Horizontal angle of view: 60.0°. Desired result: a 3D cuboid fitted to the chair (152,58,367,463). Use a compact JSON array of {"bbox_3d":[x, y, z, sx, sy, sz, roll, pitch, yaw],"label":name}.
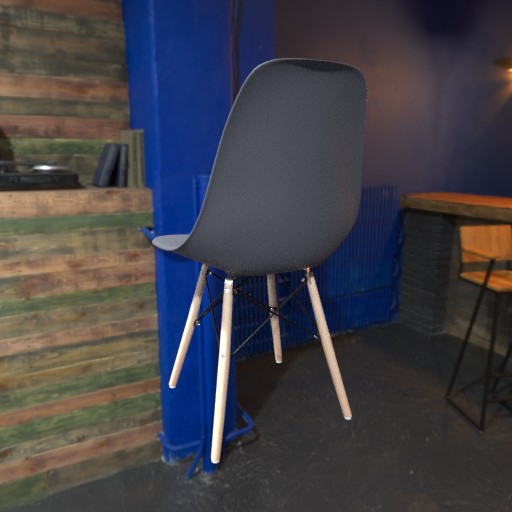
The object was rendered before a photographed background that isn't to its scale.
[{"bbox_3d":[0.000,0.000,1.113,0.470,0.826,0.533,-6,15,-26],"label":"chair"}]
